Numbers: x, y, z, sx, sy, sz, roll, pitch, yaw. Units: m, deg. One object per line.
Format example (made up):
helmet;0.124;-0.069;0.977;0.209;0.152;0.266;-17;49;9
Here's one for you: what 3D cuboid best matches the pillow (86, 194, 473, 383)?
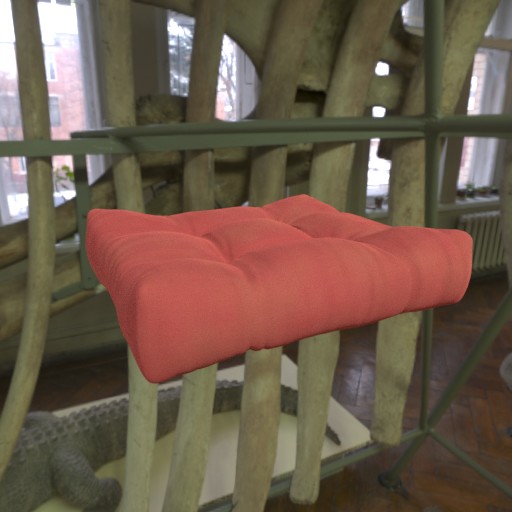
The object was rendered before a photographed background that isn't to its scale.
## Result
pillow;0.000;0.000;0.730;0.490;0.128;0.468;-8;18;-25
